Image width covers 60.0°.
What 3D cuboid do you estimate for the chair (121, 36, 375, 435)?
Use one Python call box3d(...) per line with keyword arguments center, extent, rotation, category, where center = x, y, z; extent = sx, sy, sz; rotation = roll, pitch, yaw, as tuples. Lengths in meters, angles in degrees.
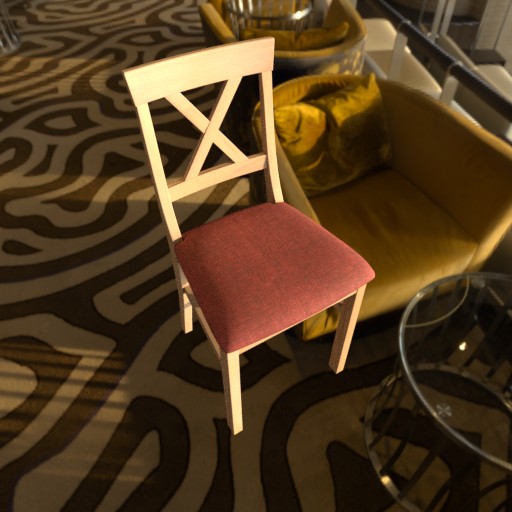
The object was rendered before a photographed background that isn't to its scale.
box3d(center=(0.000, 0.000, 1.182), extent=(0.439, 0.912, 0.492), rotation=(-24, 50, -21), category="chair")
